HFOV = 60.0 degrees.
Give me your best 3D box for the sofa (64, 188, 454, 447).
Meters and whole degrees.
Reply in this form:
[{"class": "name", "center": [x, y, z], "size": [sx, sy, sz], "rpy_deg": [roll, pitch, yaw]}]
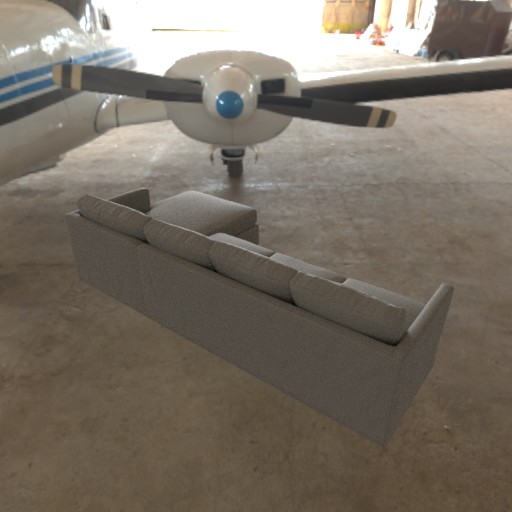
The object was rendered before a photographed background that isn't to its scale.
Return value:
[{"class": "sofa", "center": [0.000, 0.000, 3.843], "size": [3.177, 0.867, 1.622], "rpy_deg": [20, 35, 32]}]
